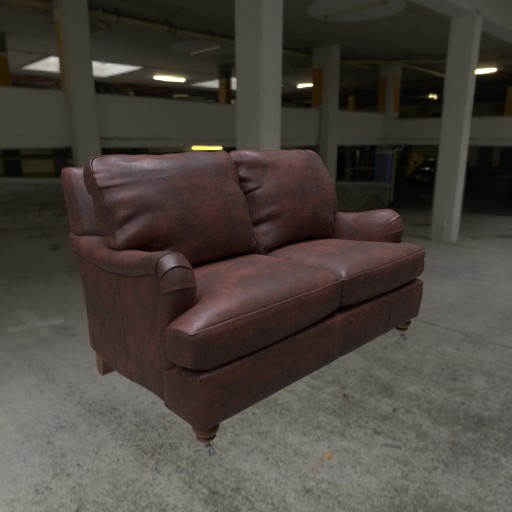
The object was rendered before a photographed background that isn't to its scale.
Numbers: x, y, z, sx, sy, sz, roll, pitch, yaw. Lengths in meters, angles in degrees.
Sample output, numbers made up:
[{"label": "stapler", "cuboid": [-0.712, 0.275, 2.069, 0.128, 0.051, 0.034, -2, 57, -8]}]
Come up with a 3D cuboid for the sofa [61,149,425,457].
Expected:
[{"label": "sofa", "cuboid": [0.000, 0.000, 2.317, 1.628, 1.070, 1.148, -13, 20, -42]}]
